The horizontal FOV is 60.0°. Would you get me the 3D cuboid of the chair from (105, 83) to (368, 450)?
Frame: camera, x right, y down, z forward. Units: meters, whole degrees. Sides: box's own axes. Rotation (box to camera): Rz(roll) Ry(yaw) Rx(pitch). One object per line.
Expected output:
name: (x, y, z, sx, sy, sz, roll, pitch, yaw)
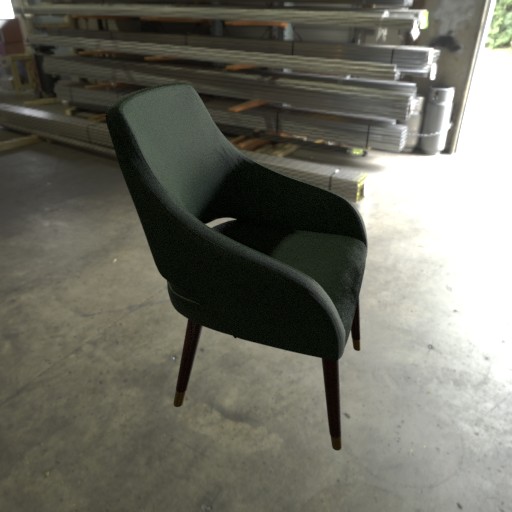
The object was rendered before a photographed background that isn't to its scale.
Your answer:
chair: (0.000, 0.000, 1.571, 0.794, 1.081, 0.683, 9, 31, 16)
